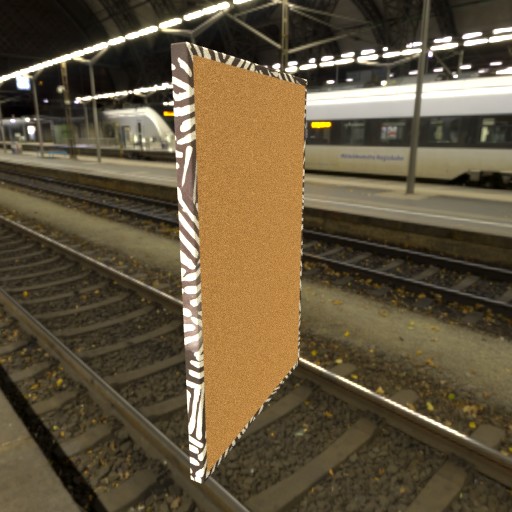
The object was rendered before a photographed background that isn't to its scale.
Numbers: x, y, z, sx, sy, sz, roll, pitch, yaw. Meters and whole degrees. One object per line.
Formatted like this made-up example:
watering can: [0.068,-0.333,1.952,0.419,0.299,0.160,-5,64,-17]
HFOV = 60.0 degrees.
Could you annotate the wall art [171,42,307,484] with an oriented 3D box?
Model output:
wall art: [0.000,0.000,1.155,0.035,0.918,0.615,7,17,25]
